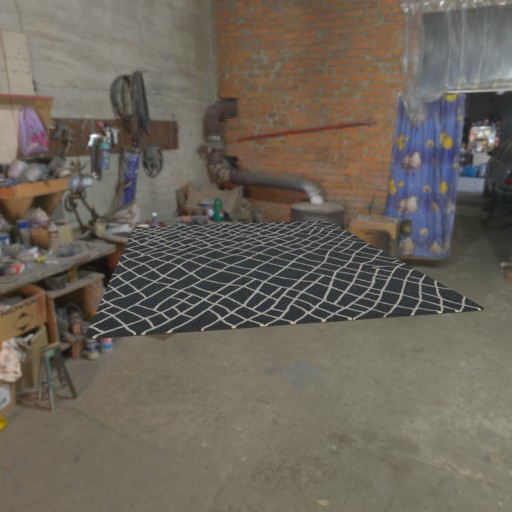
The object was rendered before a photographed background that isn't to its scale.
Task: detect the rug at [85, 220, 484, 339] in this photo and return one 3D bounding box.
[{"bbox_3d":[0.000,0.000,4.060,2.439,0.022,3.047,-3,15,-10],"label":"rug"}]
